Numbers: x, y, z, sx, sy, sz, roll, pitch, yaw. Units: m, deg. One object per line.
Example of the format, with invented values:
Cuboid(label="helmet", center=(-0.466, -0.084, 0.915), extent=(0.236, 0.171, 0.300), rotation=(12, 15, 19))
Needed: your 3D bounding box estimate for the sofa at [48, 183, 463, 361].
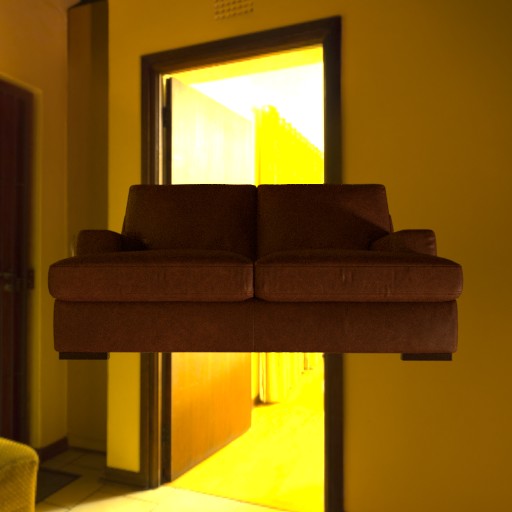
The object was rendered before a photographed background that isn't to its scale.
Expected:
Cuboid(label="sofa", center=(0.000, 0.000, 2.481), extent=(1.880, 0.939, 1.143), rotation=(0, -1, 1))
